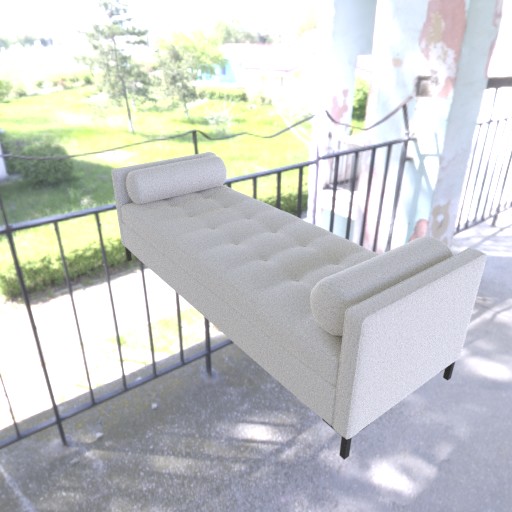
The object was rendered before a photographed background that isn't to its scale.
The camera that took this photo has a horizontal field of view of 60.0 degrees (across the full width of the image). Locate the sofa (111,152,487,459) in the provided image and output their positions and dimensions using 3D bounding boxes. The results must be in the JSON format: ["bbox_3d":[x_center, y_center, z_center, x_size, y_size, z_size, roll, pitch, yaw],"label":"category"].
[{"bbox_3d":[0.000,0.000,2.322,0.746,0.641,1.985,-19,33,-33],"label":"sofa"}]
